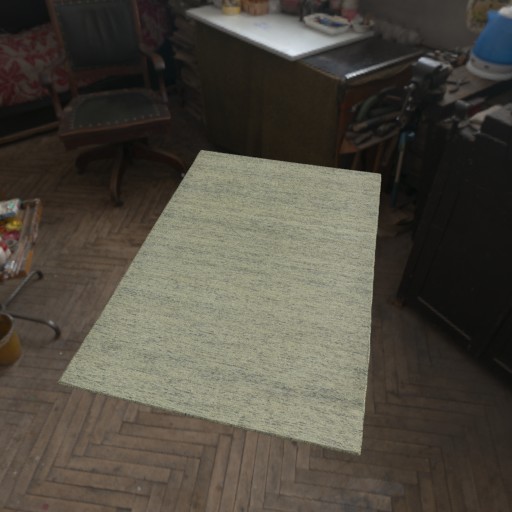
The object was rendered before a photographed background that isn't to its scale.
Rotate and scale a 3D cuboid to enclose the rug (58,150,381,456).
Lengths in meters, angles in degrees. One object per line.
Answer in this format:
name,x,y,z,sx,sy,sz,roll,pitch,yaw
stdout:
rug,0.000,0.000,2.352,1.243,0.014,1.846,10,46,10
